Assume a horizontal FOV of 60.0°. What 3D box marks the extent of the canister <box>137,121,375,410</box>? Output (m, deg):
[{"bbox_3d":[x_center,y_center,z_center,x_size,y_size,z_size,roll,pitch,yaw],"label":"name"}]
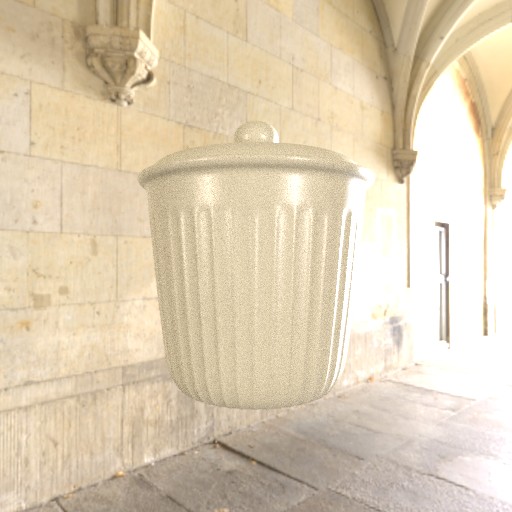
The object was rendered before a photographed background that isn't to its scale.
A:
[{"bbox_3d":[0.000,0.000,0.349,0.181,0.211,0.181,0,-1,0],"label":"canister"}]
